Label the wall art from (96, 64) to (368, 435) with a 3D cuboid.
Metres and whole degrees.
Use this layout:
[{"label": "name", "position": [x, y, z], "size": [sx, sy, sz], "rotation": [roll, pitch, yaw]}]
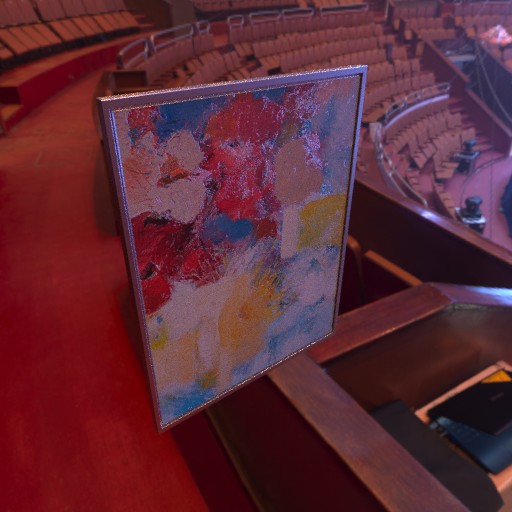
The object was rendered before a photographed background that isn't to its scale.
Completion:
[{"label": "wall art", "position": [0.000, 0.000, 1.393], "size": [0.816, 1.046, 0.030], "rotation": [-21, 37, -31]}]
